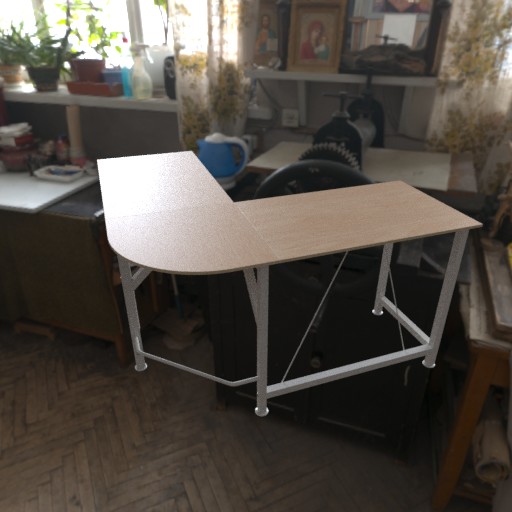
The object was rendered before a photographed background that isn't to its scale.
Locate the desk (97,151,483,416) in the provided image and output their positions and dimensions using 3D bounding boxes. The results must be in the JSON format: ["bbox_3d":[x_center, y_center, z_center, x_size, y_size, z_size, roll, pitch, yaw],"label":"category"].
[{"bbox_3d":[0.000,0.000,2.303,1.400,0.762,1.400,-10,31,-17],"label":"desk"}]
